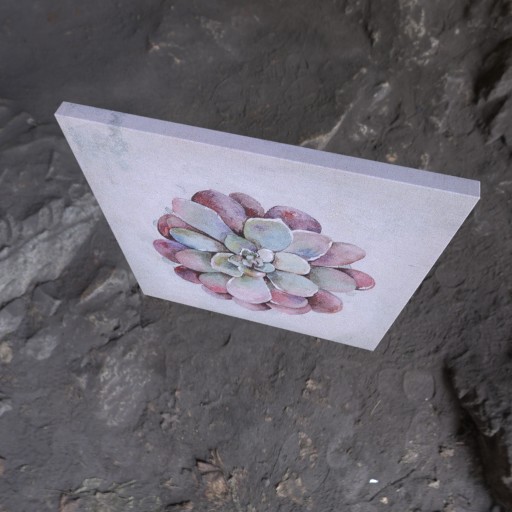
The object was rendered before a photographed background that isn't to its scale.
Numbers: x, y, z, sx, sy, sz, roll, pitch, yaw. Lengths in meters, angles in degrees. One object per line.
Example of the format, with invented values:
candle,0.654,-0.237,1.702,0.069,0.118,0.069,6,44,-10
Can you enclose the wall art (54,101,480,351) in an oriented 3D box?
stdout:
wall art,0.000,0.000,1.104,0.762,0.762,0.041,13,60,7
